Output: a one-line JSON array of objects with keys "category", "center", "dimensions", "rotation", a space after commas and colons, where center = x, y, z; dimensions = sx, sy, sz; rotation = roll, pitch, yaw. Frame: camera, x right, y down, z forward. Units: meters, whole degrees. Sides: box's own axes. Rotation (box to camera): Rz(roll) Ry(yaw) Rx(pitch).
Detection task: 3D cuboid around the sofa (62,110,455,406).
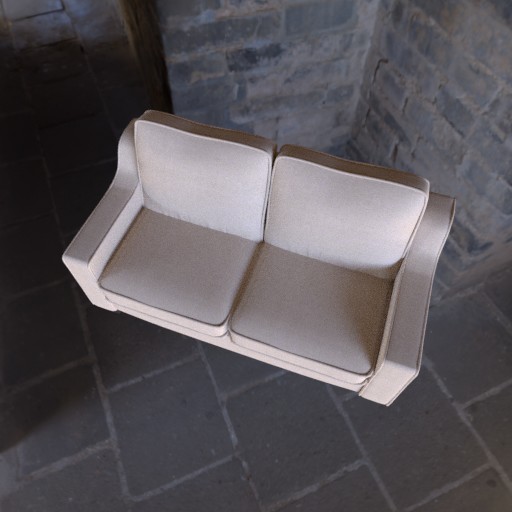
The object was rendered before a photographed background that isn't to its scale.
[{"category": "sofa", "center": [0.000, 0.000, 3.476], "dimensions": [2.587, 1.562, 1.351], "rotation": [17, 59, 10]}]
